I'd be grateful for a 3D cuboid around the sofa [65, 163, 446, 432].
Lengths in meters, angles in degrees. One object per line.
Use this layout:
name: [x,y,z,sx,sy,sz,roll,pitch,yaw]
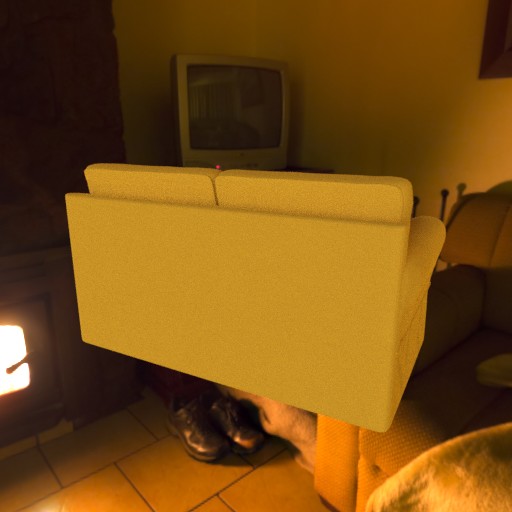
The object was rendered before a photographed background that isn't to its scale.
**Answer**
sofa: [0.000,0.000,2.313,1.727,0.940,0.991,8,18,27]
